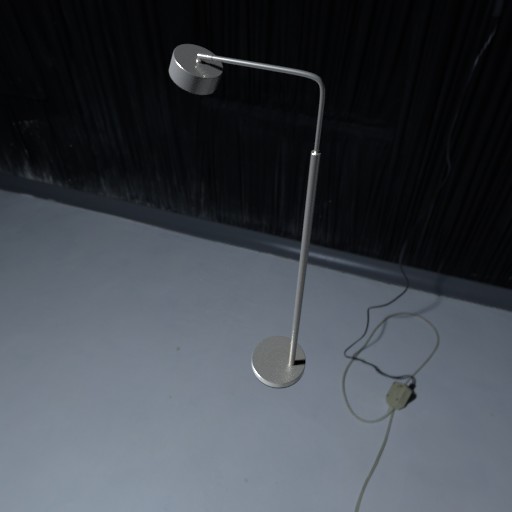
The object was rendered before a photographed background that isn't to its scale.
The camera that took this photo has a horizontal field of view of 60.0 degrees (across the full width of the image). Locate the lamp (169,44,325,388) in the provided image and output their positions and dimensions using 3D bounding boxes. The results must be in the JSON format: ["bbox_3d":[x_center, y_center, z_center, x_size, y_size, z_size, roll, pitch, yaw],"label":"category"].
[{"bbox_3d":[0.000,0.000,1.420,0.421,1.250,0.222,15,49,14],"label":"lamp"}]
